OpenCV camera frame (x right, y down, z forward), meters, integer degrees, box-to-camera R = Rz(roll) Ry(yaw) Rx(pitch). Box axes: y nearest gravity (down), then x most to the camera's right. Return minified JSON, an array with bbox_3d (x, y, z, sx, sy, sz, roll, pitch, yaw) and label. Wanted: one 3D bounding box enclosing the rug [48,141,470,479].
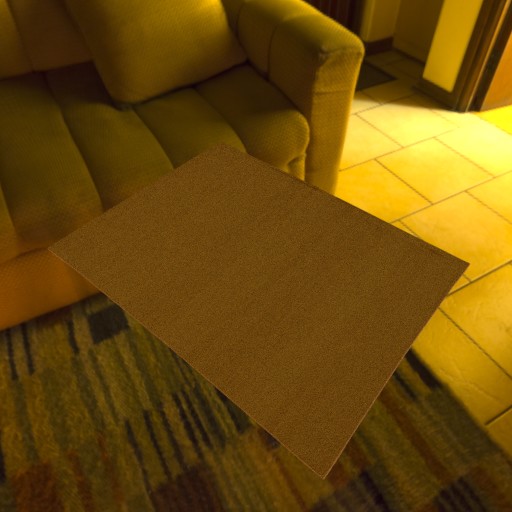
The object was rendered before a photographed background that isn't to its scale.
[{"bbox_3d":[0.000,0.000,4.182,3.202,0.045,2.434,32,55,26],"label":"rug"}]
